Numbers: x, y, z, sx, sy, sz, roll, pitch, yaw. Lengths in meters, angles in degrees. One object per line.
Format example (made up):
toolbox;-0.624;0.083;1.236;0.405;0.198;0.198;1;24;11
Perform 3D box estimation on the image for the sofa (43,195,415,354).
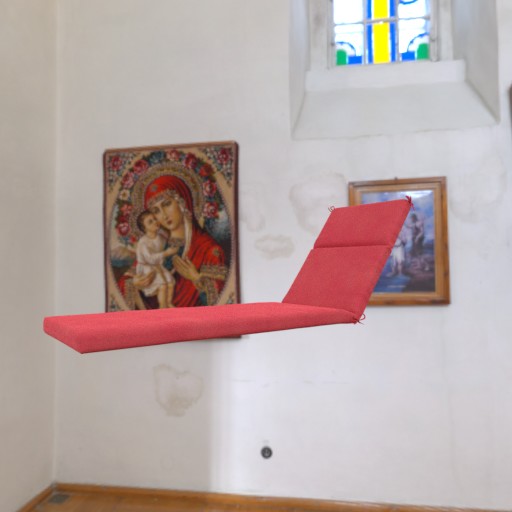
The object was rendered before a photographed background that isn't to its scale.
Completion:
sofa;0.000;0.000;1.991;1.663;0.622;0.582;1;-1;-37
